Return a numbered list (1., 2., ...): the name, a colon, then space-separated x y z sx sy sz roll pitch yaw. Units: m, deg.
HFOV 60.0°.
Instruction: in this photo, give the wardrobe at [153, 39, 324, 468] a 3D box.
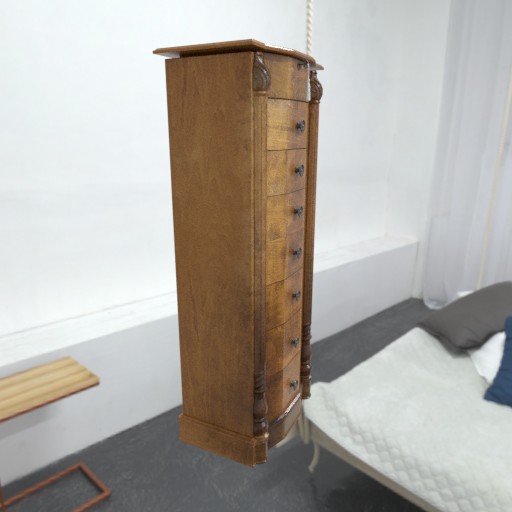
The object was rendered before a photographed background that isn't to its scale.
1. wardrobe: 0.000 0.000 1.160 0.273 0.959 0.406 8 18 26
